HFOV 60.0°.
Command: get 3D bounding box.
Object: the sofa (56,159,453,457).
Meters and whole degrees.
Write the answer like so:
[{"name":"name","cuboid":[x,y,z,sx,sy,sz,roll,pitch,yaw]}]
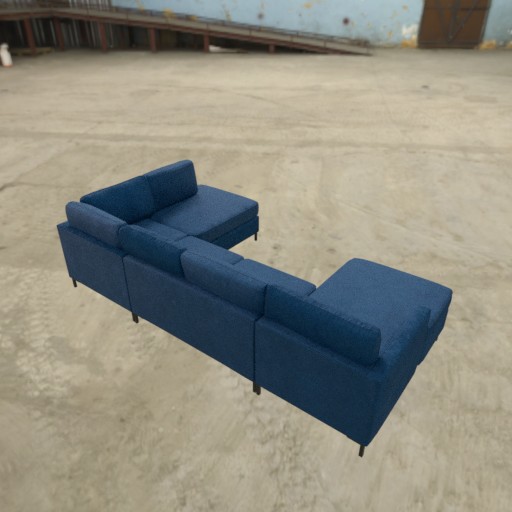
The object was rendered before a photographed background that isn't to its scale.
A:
[{"name":"sofa","cuboid":[0.000,0.000,4.281,3.434,0.992,2.055,21,36,32]}]
